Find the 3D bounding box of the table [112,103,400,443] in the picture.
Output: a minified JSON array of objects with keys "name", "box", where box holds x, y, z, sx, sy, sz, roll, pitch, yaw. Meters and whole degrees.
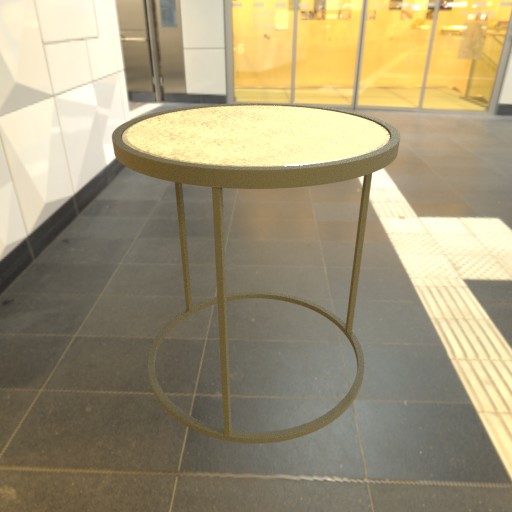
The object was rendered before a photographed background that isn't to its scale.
[{"name":"table","box":[0.000,0.000,0.869,0.470,0.498,0.470,0,29,0]}]
